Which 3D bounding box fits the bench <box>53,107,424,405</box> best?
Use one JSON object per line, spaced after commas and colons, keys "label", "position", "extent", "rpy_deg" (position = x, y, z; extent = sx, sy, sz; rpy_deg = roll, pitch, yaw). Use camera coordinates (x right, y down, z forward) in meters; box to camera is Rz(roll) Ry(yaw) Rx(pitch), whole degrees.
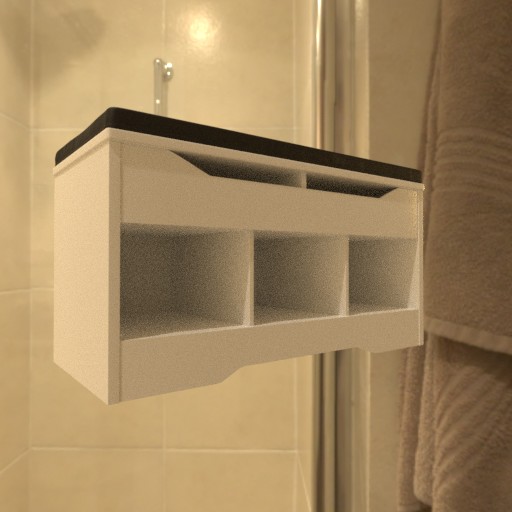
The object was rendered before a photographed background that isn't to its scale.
{"label": "bench", "position": [0.000, 0.000, 1.150], "extent": [0.899, 0.500, 0.401], "rpy_deg": [1, -1, -36]}
